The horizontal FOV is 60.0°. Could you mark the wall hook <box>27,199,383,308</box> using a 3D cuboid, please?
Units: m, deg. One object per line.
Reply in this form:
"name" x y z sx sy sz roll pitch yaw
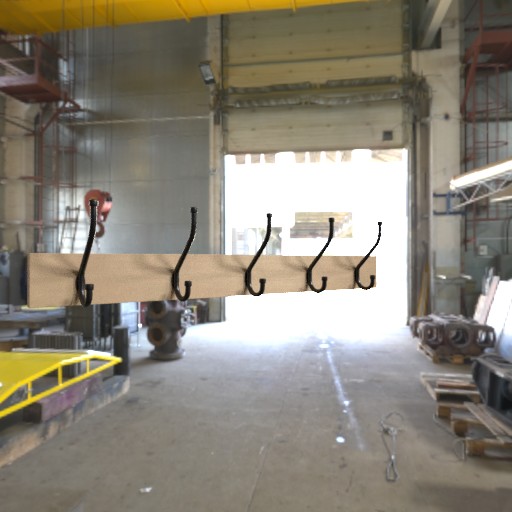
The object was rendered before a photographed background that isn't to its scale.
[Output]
"wall hook" 0.000 0.000 0.628 0.571 0.117 0.071 0 -1 -35
